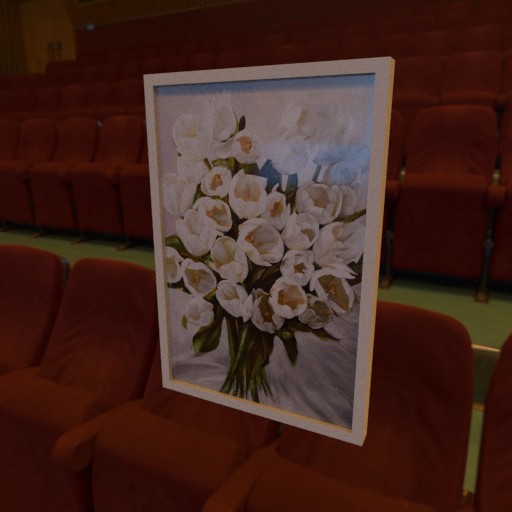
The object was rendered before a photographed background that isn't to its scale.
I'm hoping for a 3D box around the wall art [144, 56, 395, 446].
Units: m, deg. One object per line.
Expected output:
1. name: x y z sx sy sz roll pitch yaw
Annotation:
1. wall art: 0.000 0.000 0.544 0.293 0.428 0.025 7 17 25
